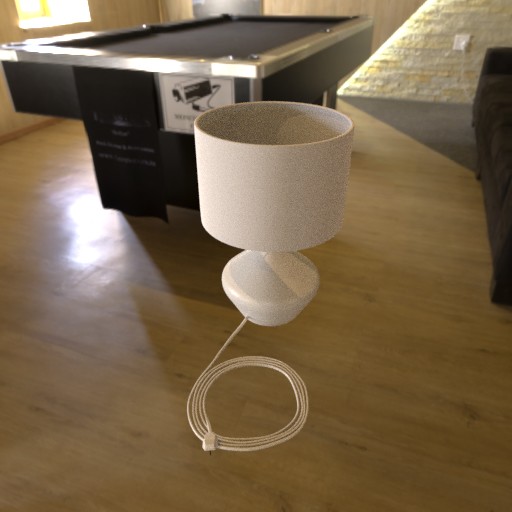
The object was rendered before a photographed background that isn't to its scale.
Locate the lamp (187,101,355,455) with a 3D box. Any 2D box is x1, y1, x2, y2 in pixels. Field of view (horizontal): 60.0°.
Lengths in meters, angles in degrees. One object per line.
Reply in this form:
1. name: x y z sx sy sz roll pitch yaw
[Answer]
1. lamp: 0.000 0.000 0.866 0.401 0.457 0.546 22 38 31
